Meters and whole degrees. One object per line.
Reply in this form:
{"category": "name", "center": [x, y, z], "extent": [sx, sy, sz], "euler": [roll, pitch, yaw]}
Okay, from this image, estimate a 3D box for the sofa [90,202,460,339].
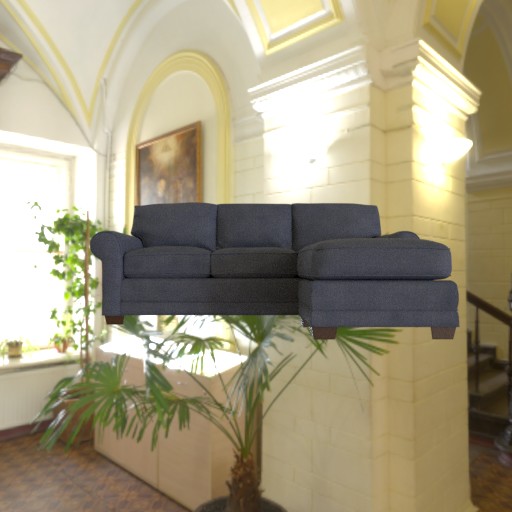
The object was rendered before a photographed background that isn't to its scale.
{"category": "sofa", "center": [0.000, 0.000, 3.518], "extent": [2.567, 1.063, 1.780], "euler": [0, -2, 0]}
